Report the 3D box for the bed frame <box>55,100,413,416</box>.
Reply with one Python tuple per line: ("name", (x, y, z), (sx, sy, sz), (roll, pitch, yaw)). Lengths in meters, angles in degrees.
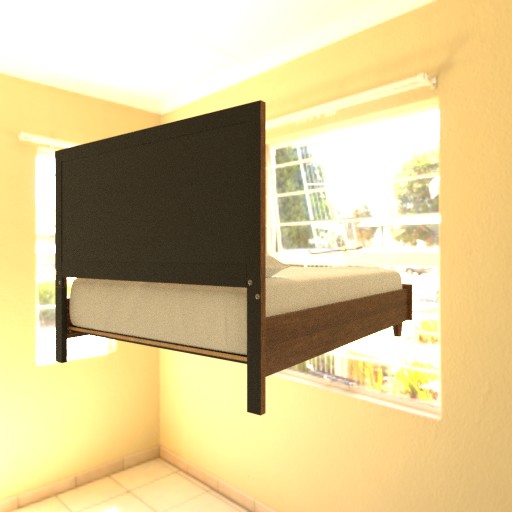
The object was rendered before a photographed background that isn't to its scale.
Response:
("bed frame", (0.000, 0.000, 3.403), (1.696, 1.417, 2.276), (0, 1, 36))
